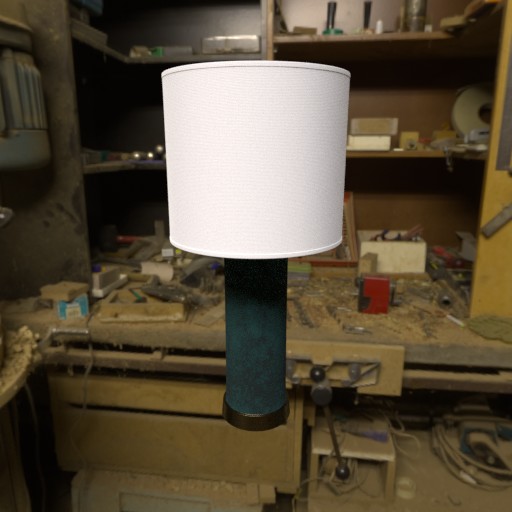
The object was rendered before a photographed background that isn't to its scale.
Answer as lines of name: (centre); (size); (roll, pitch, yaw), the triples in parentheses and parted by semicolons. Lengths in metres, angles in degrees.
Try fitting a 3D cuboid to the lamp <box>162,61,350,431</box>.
lamp: (0.000, 0.000, 0.797); (0.301, 0.630, 0.301); (2, 15, 8)
